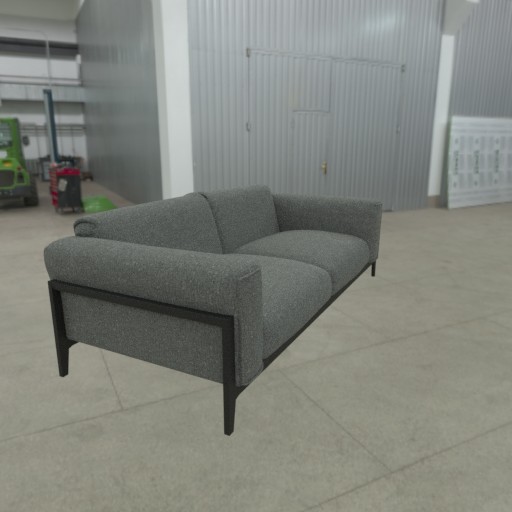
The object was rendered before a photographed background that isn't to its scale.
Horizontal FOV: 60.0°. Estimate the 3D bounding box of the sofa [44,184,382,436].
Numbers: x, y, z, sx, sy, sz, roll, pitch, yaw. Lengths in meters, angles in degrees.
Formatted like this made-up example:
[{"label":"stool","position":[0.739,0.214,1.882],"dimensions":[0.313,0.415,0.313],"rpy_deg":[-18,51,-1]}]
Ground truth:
[{"label":"sofa","position":[0.000,0.000,2.565],"dimensions":[0.985,0.703,2.125],"rpy_deg":[8,16,27]}]
